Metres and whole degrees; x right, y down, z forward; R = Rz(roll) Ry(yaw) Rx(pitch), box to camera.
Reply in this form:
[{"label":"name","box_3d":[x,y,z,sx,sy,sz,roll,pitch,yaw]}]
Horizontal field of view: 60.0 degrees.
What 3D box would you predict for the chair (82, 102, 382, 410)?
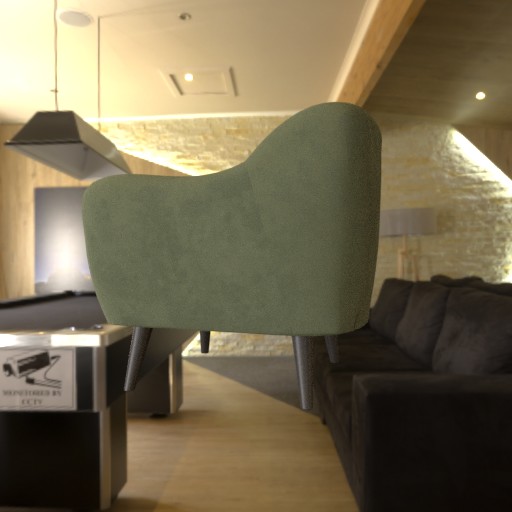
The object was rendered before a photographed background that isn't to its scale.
[{"label":"chair","box_3d":[0.000,0.000,1.498,0.819,0.804,0.840,0,0,18]}]
